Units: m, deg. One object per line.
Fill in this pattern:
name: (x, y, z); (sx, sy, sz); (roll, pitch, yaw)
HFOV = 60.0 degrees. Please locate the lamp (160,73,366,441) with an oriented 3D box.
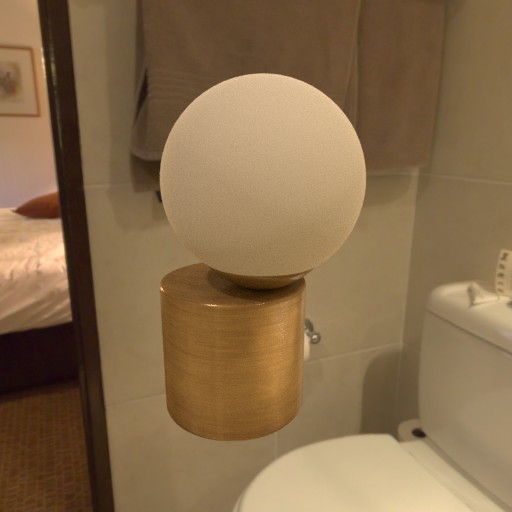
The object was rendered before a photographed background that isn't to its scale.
lamp: (0.000, 0.000, 0.329); (0.152, 0.250, 0.141); (8, 17, 28)
